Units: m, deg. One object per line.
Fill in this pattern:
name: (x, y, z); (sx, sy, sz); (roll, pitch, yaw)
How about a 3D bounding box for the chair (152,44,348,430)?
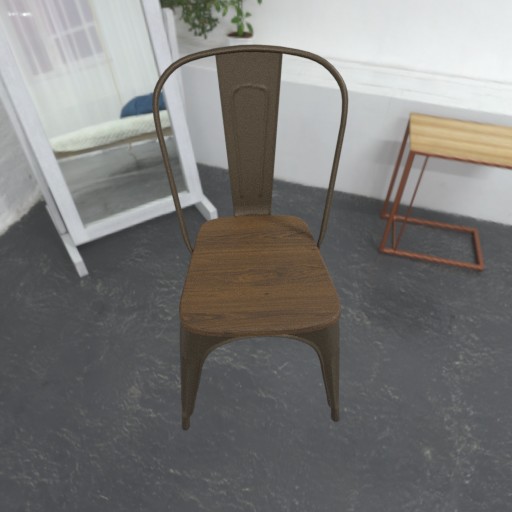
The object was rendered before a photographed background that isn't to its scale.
chair: (0.000, 0.000, 1.132); (0.451, 0.844, 0.532); (-2, 47, -2)
